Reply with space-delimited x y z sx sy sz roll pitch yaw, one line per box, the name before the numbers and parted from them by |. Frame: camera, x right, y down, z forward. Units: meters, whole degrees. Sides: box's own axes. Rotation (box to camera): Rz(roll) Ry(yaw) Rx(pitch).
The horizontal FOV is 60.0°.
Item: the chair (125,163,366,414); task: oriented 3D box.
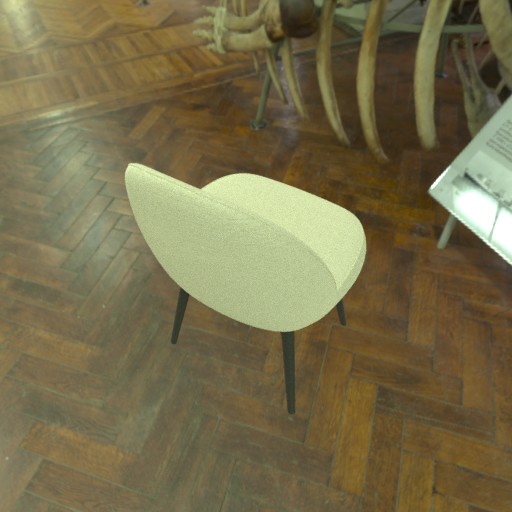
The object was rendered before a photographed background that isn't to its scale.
chair | 0.000 0.000 1.208 0.532 0.838 0.540 25 53 21
